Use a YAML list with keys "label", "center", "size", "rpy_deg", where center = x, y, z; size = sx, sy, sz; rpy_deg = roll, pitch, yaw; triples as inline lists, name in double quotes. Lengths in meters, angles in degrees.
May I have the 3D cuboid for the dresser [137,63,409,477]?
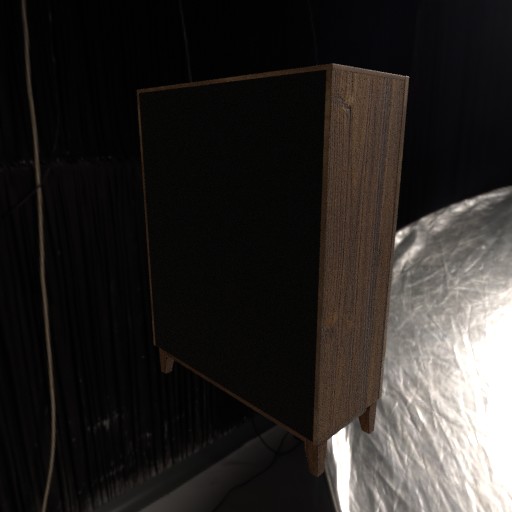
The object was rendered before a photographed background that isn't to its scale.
- label: "dresser"
  center: [0.000, 0.000, 1.918]
  size: [0.442, 1.393, 1.062]
  rpy_deg: [-14, 21, -42]
